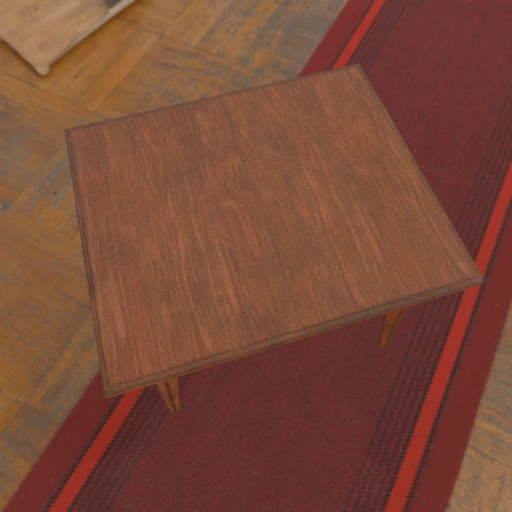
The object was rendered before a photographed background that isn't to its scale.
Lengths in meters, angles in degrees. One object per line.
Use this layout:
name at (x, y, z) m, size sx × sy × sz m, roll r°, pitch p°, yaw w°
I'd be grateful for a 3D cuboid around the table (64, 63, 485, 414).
table at (0.000, 0.000, 1.600) m, size 0.991 × 0.761 × 0.838 m, roll -15°, pitch 65°, yaw -7°
